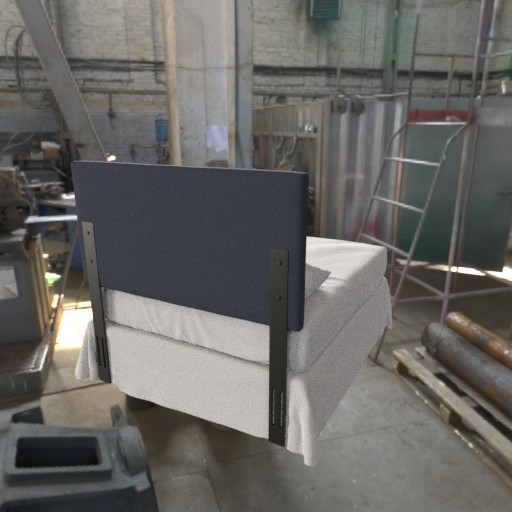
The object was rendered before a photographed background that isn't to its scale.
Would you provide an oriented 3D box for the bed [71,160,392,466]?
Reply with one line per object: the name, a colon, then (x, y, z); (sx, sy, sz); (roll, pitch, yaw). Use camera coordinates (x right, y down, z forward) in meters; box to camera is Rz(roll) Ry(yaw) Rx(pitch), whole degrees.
bed: (0.000, 0.000, 3.555); (1.936, 1.577, 2.222); (9, 18, 27)
